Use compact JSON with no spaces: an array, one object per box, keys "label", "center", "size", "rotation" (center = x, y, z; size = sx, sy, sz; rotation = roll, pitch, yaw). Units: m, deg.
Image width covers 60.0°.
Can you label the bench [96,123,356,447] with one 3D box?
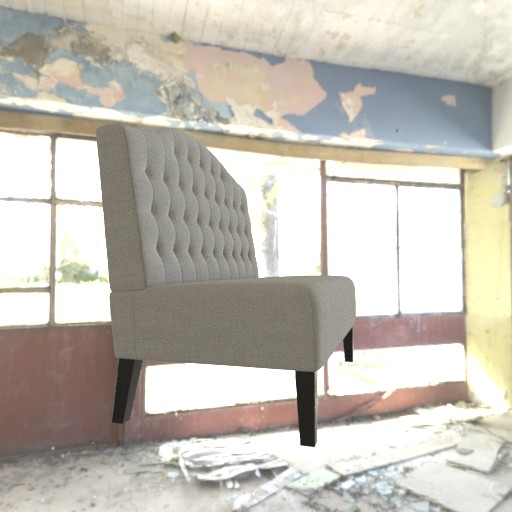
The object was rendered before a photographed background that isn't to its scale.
[{"label":"bench","center":[0.000,0.000,2.067],"size":[0.815,1.180,1.335],"rotation":[0,-2,17]}]
